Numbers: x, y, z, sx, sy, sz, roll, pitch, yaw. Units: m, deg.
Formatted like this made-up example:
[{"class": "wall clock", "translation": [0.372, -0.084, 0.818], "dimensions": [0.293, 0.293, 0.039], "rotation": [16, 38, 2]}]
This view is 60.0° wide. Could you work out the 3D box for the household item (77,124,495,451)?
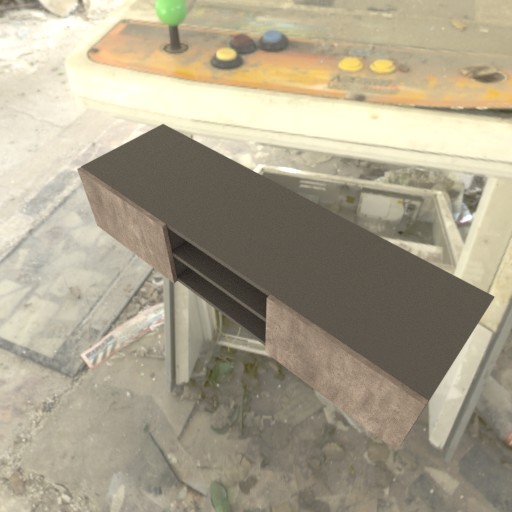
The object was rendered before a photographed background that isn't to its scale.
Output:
[{"class": "household item", "translation": [0.000, 0.000, 1.554], "dimensions": [1.400, 0.310, 0.420], "rotation": [32, 55, 27]}]
